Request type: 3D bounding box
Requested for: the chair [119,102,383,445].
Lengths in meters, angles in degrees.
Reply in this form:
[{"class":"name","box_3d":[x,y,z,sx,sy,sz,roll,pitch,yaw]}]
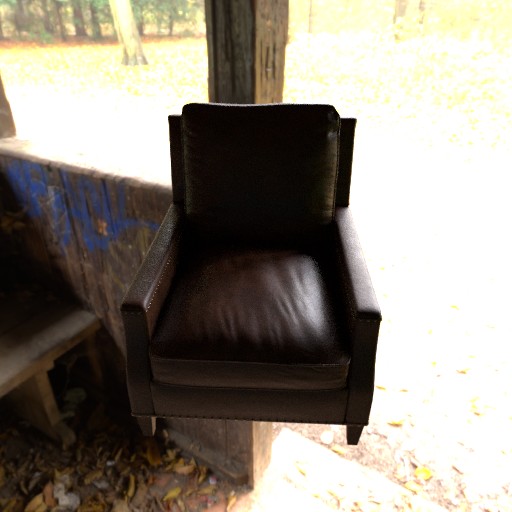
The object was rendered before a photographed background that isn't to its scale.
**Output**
[{"class":"chair","box_3d":[0.000,0.000,1.795,0.854,1.054,1.035,2,30,3]}]
